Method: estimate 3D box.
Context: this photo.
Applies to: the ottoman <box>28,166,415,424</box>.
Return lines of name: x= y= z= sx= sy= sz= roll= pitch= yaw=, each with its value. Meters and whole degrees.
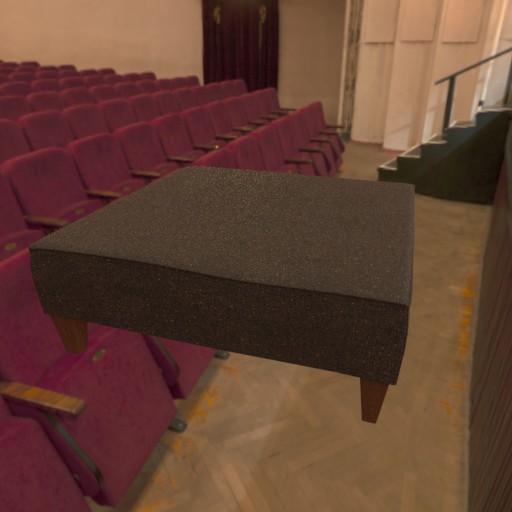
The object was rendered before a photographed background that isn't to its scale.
ottoman: x=0.000 y=0.000 z=1.536 sx=1.004 sy=0.382 sz=0.968 roll=8 pitch=26 yaw=17
